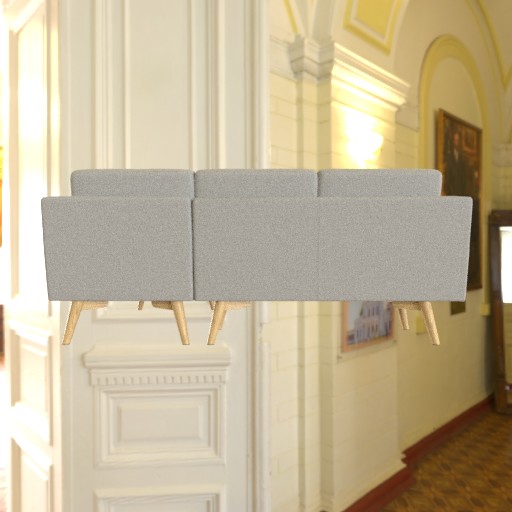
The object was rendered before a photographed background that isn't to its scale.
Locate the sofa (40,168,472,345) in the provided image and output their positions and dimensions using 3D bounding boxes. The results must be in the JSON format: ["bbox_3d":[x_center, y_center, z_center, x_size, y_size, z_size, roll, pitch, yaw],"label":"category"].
[{"bbox_3d":[0.000,0.000,2.815,2.040,0.860,1.530,0,0,0],"label":"sofa"}]
